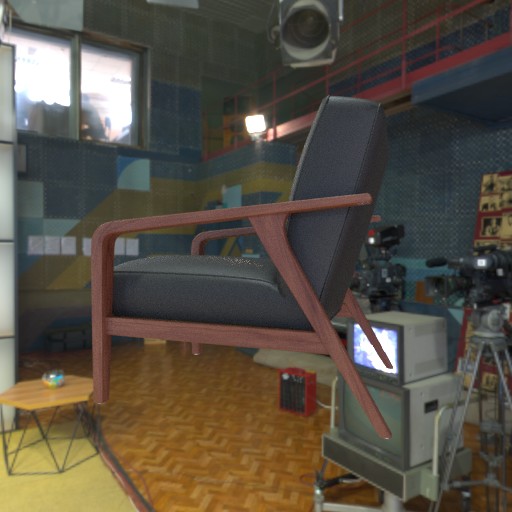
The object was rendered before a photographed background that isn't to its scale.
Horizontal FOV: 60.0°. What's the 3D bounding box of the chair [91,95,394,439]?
[{"bbox_3d":[0.000,0.000,1.503,0.889,0.861,0.719,0,1,18],"label":"chair"}]
